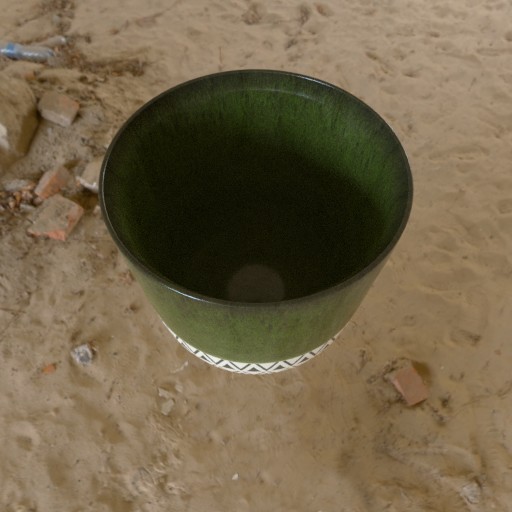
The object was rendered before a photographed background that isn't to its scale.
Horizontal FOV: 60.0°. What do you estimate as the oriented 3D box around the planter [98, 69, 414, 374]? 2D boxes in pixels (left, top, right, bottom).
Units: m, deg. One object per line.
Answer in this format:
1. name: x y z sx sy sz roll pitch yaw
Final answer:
1. planter: 0.000 0.000 0.463 0.245 0.270 0.245 0 58 0
